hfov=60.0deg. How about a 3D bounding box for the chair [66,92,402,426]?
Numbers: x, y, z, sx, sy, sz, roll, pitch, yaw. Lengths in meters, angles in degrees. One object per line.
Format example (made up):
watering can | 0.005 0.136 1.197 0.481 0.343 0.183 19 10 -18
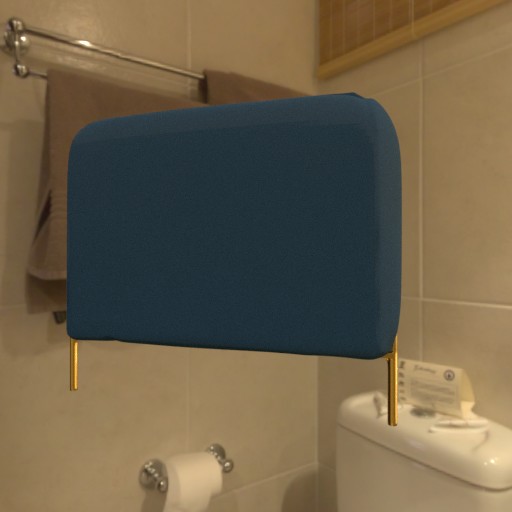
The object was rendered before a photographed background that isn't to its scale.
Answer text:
chair | 0.000 0.000 1.524 0.947 0.793 0.877 0 0 17
